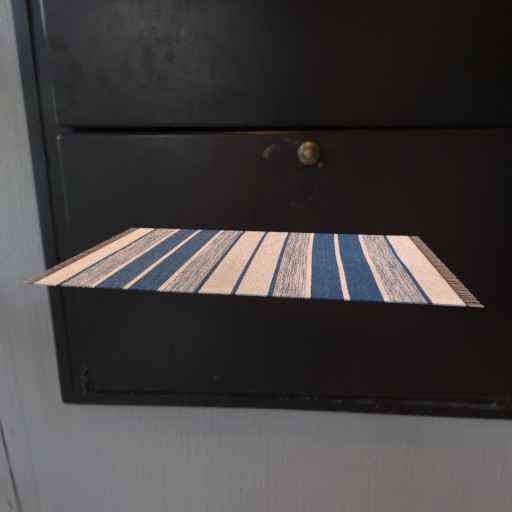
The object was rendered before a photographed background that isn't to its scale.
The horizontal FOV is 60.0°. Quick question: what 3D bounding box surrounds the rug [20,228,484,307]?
[{"bbox_3d":[0.000,0.000,3.035,2.441,0.010,1.532,2,16,8],"label":"rug"}]
